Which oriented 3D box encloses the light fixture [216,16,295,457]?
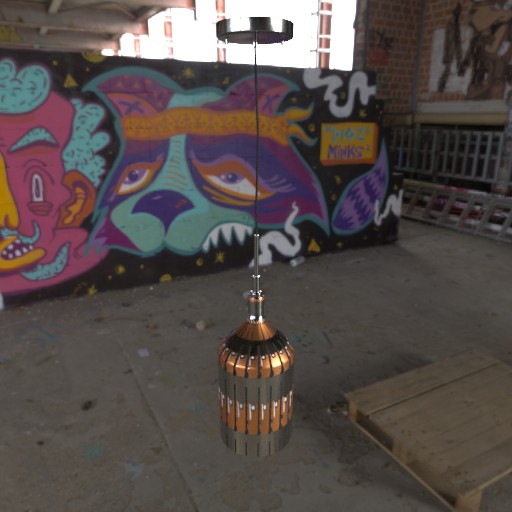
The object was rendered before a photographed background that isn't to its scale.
[{"bbox_3d":[0.000,0.000,1.630,0.303,1.535,0.303,0,17,0],"label":"light fixture"}]
